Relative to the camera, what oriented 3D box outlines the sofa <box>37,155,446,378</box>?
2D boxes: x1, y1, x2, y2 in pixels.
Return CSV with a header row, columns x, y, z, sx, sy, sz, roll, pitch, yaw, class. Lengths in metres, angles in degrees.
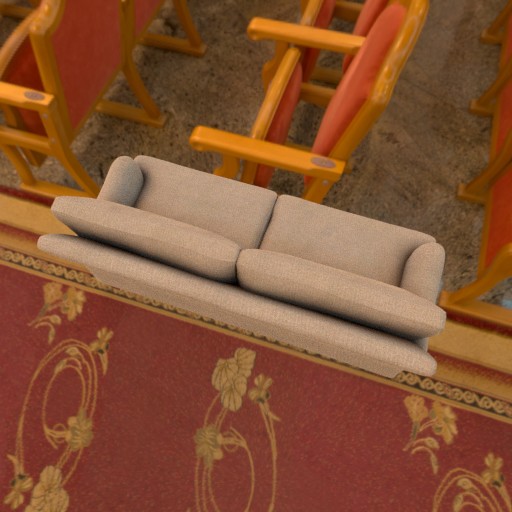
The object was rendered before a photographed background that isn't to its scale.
x,y,z,sx,sy,sz,roll,pitch,yaw,class
0.000,0.000,2.814,2.193,1.096,1.069,17,64,8,sofa
